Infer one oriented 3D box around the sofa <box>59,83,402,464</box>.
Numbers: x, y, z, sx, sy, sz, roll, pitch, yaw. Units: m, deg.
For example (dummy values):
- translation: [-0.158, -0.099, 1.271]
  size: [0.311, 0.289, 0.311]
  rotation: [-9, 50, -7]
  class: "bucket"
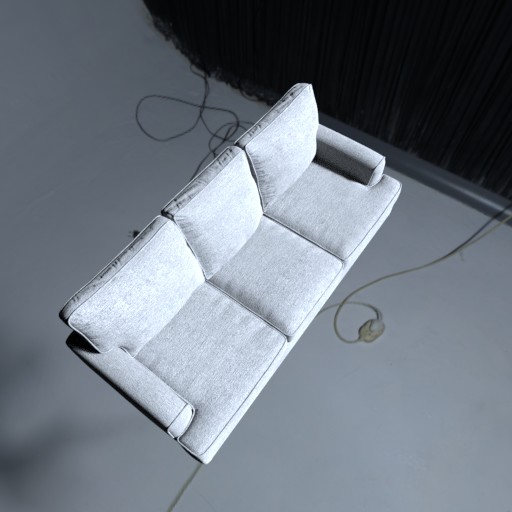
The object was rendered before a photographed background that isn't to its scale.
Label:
- translation: [0.000, 0.000, 2.694]
  size: [0.951, 0.965, 2.158]
  rotation: [33, 65, 18]
  class: "sofa"
